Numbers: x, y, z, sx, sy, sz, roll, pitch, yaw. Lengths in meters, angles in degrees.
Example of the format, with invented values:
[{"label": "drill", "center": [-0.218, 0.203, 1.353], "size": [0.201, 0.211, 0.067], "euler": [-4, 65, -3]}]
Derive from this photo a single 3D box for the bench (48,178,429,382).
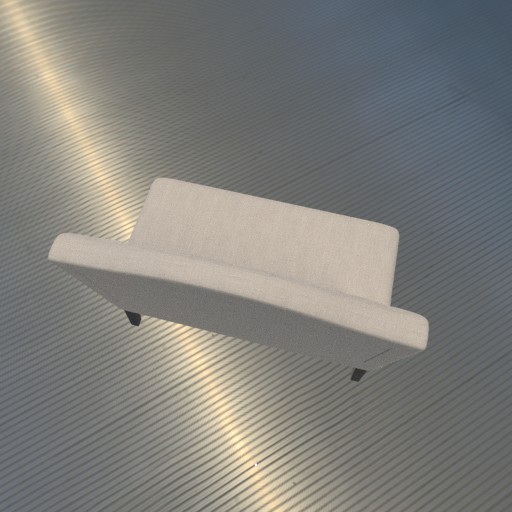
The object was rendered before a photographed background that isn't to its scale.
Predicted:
[{"label": "bench", "center": [0.000, 0.000, 2.042], "size": [1.335, 1.180, 0.815], "euler": [13, 65, 6]}]
